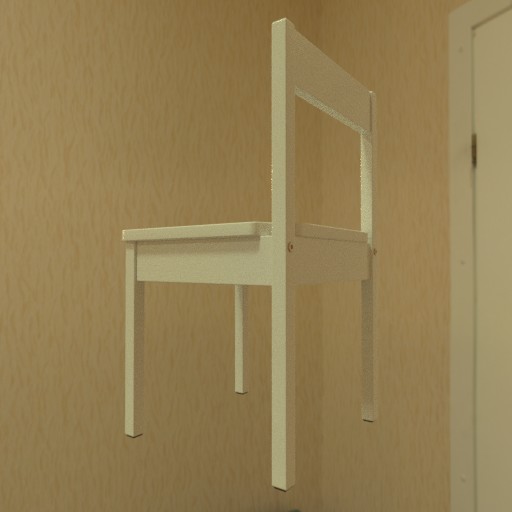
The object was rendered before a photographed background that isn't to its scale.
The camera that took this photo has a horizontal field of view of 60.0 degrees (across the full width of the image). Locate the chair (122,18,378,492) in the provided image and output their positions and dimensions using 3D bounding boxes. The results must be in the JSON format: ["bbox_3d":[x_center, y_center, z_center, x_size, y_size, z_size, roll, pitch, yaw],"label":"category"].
[{"bbox_3d":[0.000,0.000,0.868,0.361,0.668,0.367,-1,-1,35],"label":"chair"}]
